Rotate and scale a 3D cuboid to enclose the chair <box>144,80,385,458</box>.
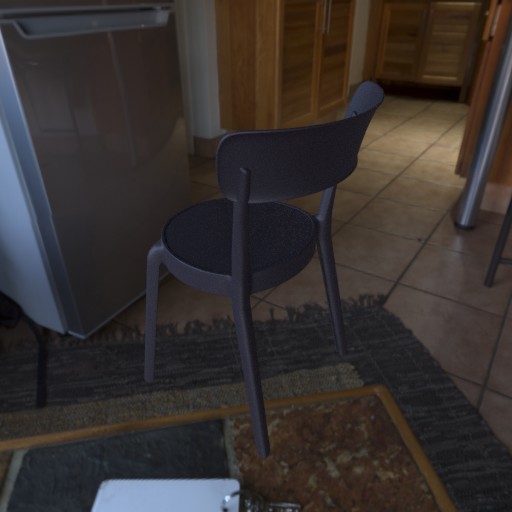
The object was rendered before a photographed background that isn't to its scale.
[{"bbox_3d":[0.000,0.000,1.109,0.491,0.790,0.506,21,38,30],"label":"chair"}]
